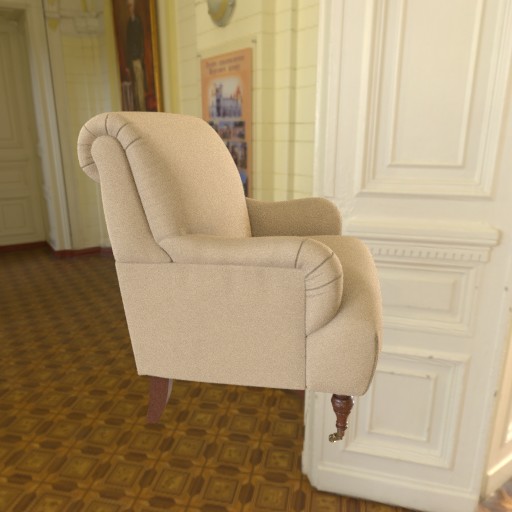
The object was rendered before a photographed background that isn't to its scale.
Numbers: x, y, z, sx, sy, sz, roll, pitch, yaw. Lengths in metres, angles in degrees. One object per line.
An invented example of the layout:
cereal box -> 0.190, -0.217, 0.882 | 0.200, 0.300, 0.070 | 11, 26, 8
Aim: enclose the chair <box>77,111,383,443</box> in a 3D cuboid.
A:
chair -> 0.000, 0.000, 1.523 | 0.842, 0.942, 0.766 | 3, 17, 10
